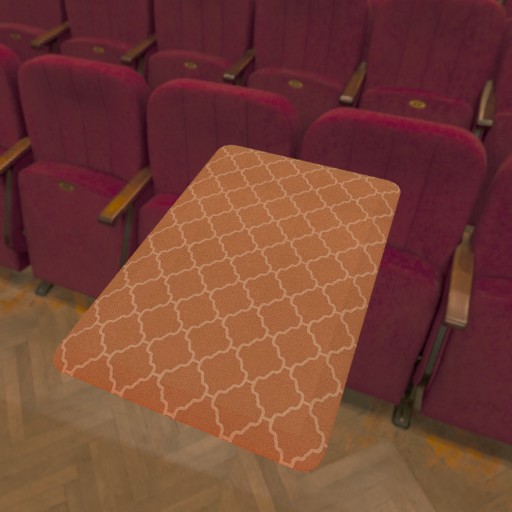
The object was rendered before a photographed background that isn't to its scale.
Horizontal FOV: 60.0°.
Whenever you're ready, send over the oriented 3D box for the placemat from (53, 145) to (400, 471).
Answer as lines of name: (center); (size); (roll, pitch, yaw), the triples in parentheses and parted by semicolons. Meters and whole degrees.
placemat: (0.000, 0.000, 0.961); (0.508, 0.021, 0.762); (16, 49, 15)
